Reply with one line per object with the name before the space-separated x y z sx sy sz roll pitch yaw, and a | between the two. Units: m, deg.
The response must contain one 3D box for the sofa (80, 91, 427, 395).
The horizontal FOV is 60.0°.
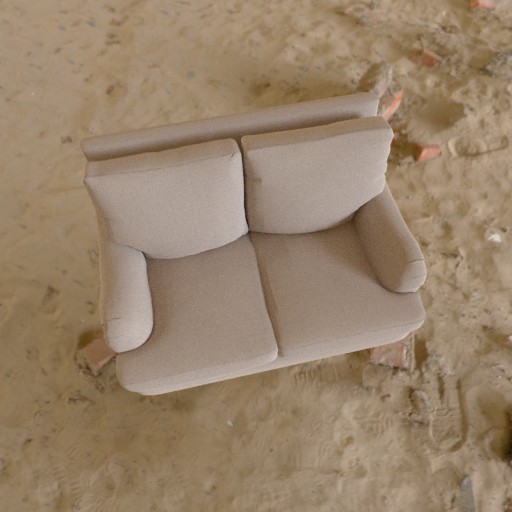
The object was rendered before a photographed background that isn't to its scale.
sofa | 0.000 0.000 2.268 1.508 1.048 1.087 -11 63 -6
